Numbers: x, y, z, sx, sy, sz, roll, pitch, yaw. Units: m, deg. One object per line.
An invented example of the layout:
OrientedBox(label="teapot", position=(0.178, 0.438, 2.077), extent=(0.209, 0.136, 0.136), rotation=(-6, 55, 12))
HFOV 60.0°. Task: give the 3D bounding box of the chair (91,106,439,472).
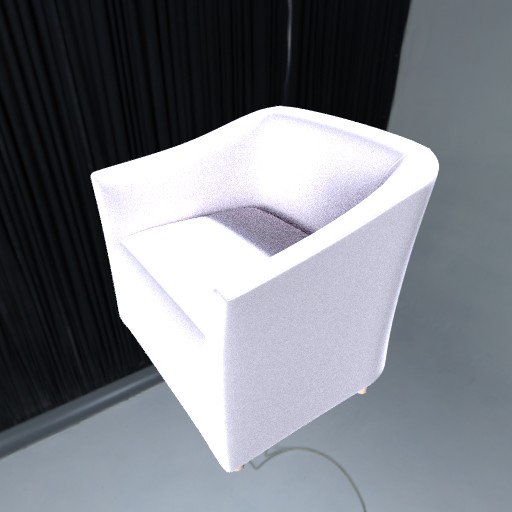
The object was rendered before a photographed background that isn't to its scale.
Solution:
OrientedBox(label="chair", position=(0.000, 0.000, 1.334), extent=(0.700, 0.720, 0.790), rotation=(-19, 35, -29))
